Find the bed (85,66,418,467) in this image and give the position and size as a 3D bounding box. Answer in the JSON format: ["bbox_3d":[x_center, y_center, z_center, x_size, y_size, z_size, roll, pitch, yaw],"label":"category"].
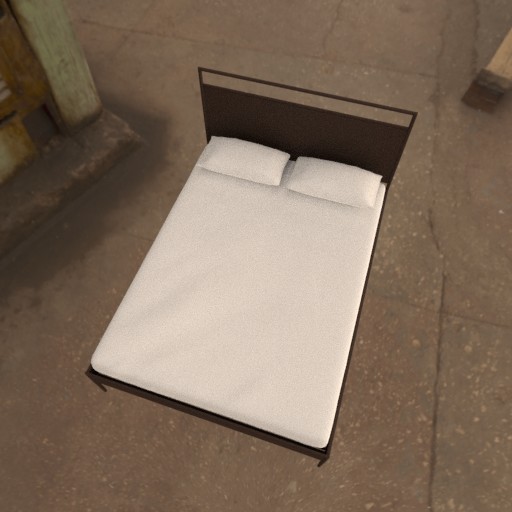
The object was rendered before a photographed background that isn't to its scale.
[{"bbox_3d":[0.000,0.000,3.033,1.572,1.173,2.122,16,59,10],"label":"bed"}]
